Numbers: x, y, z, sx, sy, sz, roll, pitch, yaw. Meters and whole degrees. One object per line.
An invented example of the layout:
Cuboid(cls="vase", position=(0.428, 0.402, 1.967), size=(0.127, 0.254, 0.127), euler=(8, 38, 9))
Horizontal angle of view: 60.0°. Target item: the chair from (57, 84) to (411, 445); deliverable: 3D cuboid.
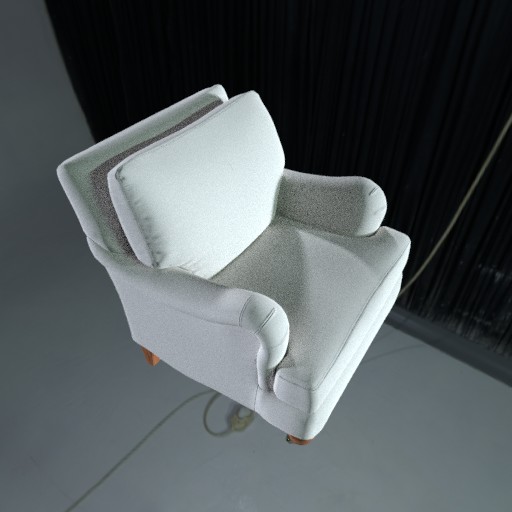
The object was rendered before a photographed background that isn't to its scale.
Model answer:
Cuboid(cls="chair", position=(0.000, 0.000, 1.845), size=(1.070, 1.038, 0.955), euler=(24, 47, 24))
